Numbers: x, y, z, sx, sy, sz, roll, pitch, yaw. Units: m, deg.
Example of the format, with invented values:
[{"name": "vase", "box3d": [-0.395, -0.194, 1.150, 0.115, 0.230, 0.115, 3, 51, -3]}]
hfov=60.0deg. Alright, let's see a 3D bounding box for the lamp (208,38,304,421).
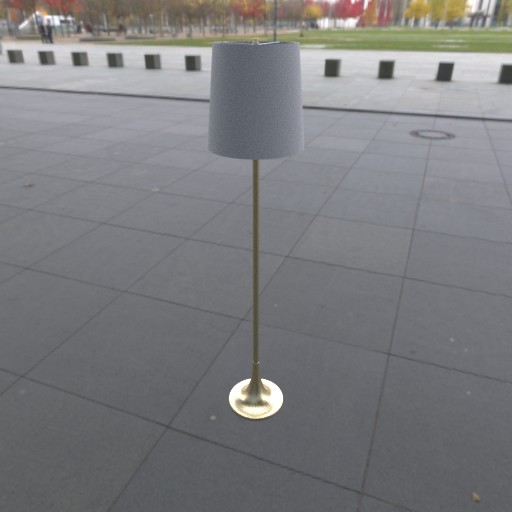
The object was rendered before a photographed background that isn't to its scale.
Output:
[{"name": "lamp", "box3d": [0.000, 0.000, 1.751, 0.337, 1.543, 0.337, 0, 28, 0]}]
